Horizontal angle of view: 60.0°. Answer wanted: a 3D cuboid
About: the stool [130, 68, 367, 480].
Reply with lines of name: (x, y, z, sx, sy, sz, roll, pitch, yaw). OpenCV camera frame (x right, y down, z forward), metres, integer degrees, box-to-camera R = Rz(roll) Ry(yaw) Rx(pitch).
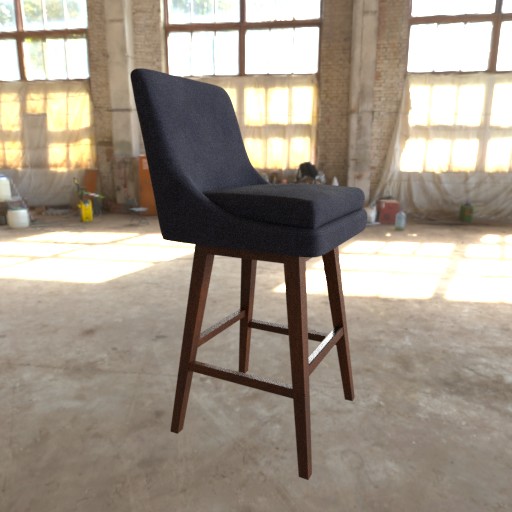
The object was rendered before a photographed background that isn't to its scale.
stool: (0.000, 0.000, 1.367, 0.572, 1.068, 0.489, 7, 15, 27)
